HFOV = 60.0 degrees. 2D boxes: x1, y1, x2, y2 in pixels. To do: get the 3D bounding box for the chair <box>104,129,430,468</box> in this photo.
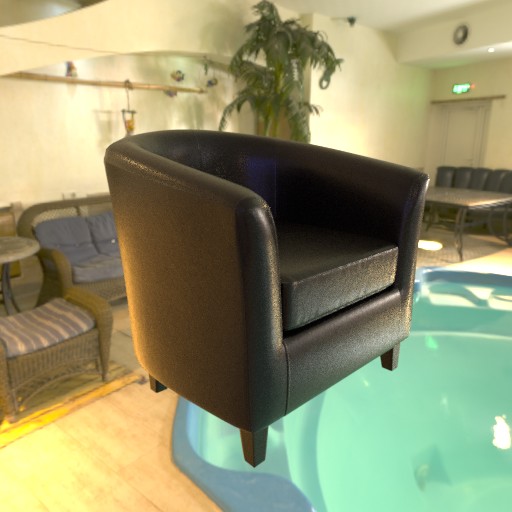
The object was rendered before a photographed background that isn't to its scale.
[{"bbox_3d":[0.000,0.000,1.369,0.793,0.756,0.727,-14,21,-42],"label":"chair"}]
